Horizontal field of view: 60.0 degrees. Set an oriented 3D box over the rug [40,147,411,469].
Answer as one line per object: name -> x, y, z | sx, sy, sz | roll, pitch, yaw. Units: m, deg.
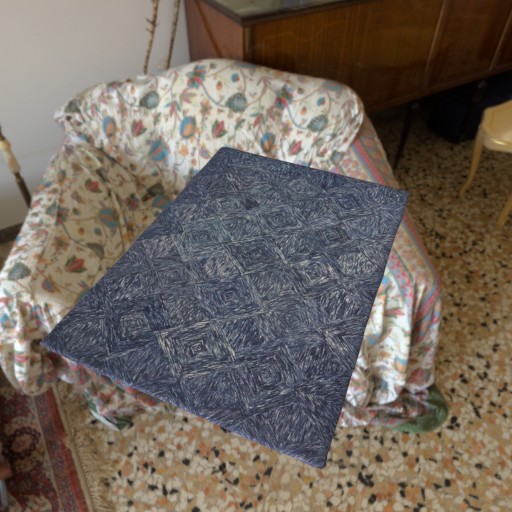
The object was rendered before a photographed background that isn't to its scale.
rug -> 0.000, 0.000, 4.249 | 2.385, 0.024, 3.245 | 17, 48, 16
